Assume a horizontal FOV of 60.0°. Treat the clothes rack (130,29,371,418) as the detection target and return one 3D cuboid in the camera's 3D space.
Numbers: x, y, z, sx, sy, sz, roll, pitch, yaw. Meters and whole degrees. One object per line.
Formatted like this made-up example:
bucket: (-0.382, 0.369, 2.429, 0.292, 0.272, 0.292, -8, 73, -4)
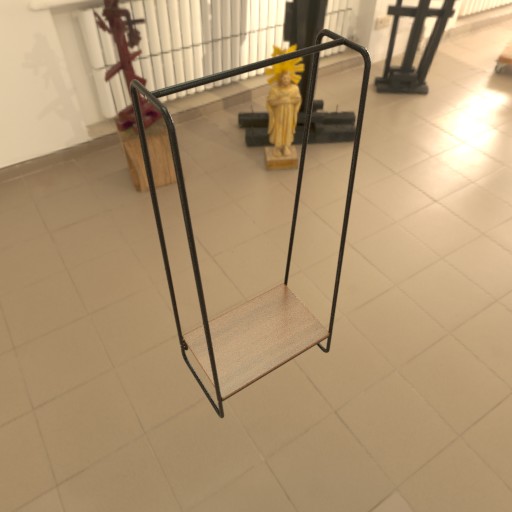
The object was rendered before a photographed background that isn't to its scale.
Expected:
clothes rack: (0.000, 0.000, 1.726, 0.640, 1.500, 0.400, -26, 52, -22)
